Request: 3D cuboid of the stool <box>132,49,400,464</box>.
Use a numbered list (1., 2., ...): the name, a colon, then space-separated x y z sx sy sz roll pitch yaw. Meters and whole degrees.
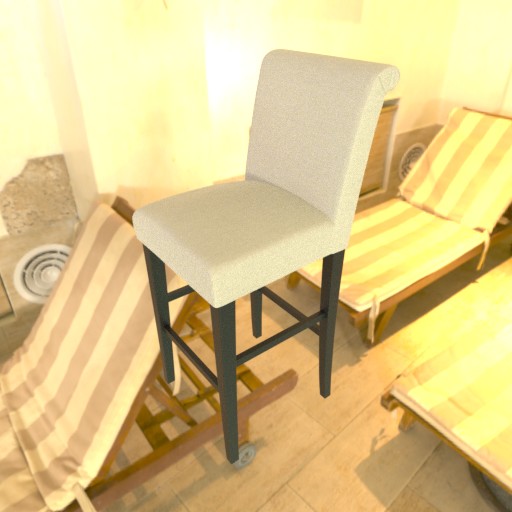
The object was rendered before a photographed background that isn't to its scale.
1. stool: 0.000 0.000 1.400 0.597 1.124 0.452 -22 38 -31
